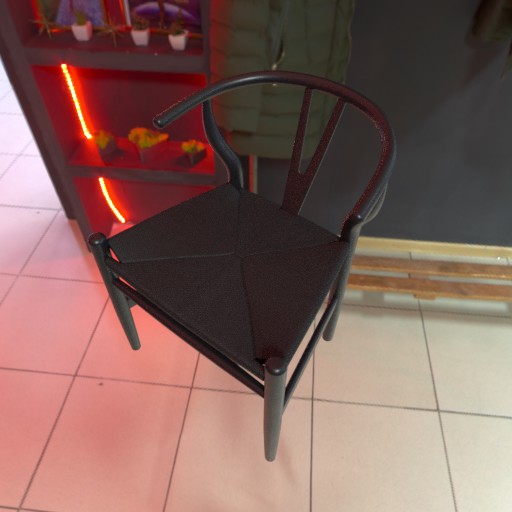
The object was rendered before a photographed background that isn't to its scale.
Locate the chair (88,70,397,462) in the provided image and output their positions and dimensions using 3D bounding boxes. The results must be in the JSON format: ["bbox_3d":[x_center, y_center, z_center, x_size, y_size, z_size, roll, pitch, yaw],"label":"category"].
[{"bbox_3d":[0.000,0.000,1.146,0.569,0.730,0.579,30,54,25],"label":"chair"}]
